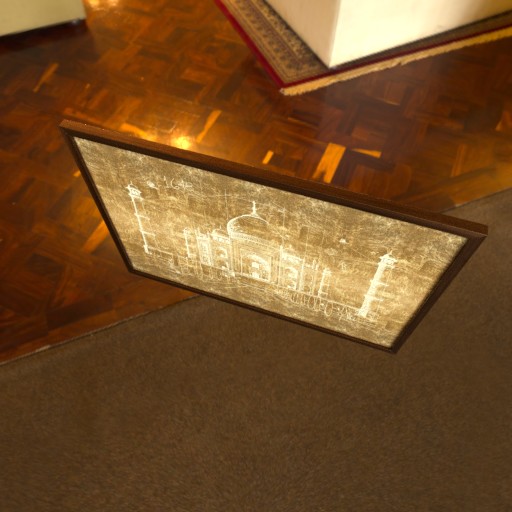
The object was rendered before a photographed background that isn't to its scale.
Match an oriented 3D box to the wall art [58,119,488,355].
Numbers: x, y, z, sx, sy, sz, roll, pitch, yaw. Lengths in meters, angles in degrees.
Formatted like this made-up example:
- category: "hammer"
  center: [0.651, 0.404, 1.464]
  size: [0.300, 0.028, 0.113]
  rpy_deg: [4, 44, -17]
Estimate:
- category: "wall art"
  center: [0.000, 0.000, 0.555]
  size: [0.431, 0.304, 0.012]
  rpy_deg: [16, 59, 10]
